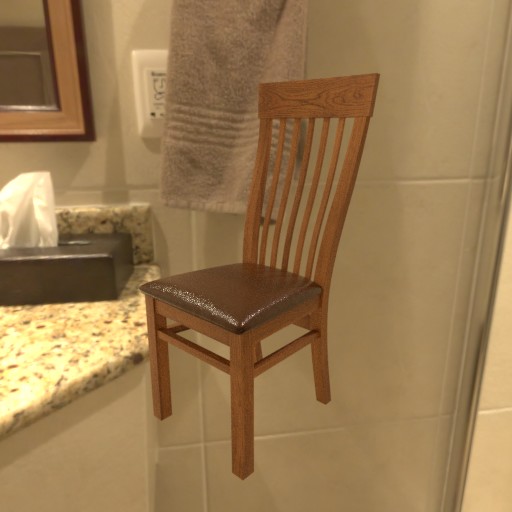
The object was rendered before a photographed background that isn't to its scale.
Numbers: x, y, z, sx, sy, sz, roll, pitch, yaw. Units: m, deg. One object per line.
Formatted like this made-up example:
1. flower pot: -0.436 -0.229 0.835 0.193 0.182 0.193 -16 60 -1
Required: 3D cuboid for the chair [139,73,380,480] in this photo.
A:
1. chair: 0.000 0.000 1.357 0.450 1.050 0.580 15 22 41
